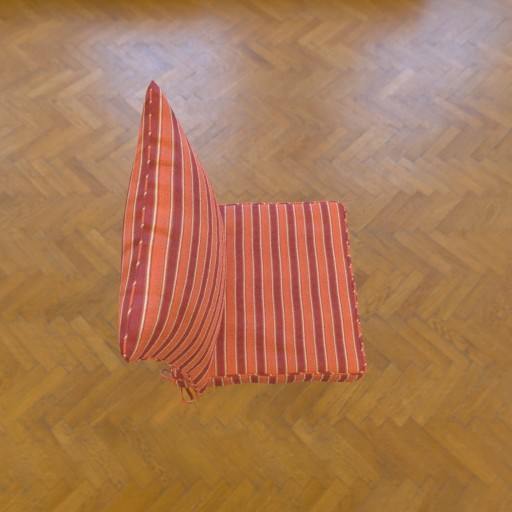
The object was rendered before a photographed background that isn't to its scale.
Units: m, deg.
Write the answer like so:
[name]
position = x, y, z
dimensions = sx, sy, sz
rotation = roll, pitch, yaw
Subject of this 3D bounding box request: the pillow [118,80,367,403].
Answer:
[pillow]
position = 0.000, 0.000, 1.400
dimensions = 0.733, 0.723, 0.799
rotation = -1, 64, -1
